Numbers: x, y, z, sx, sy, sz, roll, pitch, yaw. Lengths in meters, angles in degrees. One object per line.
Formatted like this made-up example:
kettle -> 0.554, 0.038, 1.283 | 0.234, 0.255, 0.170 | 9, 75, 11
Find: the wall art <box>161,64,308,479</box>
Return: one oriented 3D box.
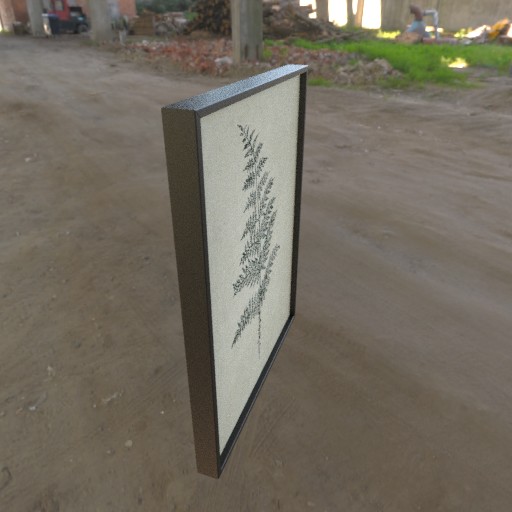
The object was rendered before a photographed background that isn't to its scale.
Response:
wall art -> 0.000, 0.000, 0.747 | 0.039, 0.555, 0.449 | 10, 30, 17
